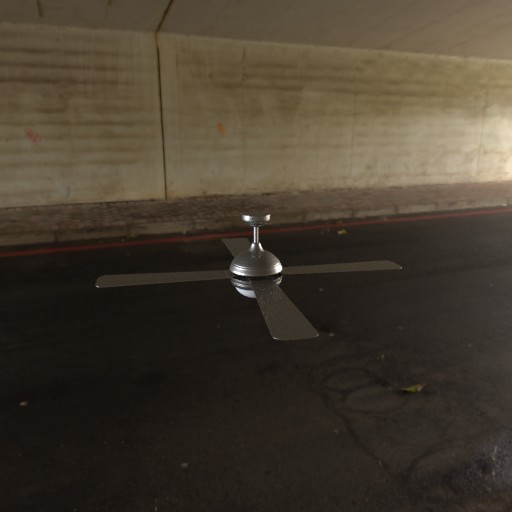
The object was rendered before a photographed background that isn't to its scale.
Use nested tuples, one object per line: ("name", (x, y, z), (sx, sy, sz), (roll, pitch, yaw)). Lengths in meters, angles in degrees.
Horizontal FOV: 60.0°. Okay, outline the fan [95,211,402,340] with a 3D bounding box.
("fan", (0.000, 0.000, 1.990), (1.321, 0.381, 1.321), (3, 16, 10))
